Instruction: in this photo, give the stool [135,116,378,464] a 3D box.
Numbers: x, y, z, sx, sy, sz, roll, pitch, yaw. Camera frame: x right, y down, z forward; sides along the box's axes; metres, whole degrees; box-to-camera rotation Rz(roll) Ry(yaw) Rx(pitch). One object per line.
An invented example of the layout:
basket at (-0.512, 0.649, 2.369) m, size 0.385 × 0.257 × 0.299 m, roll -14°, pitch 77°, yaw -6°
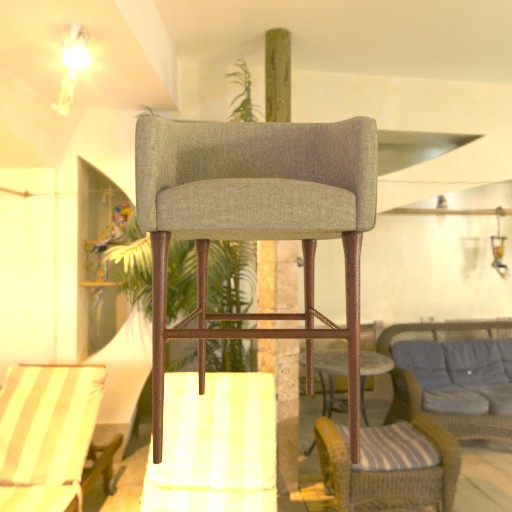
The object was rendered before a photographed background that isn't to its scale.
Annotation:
stool at (0.000, 0.000, 1.298) m, size 0.559 × 0.952 × 0.635 m, roll 0°, pitch -1°, yaw 0°
